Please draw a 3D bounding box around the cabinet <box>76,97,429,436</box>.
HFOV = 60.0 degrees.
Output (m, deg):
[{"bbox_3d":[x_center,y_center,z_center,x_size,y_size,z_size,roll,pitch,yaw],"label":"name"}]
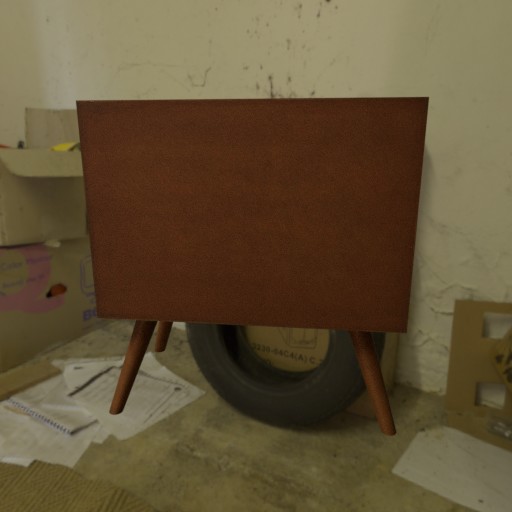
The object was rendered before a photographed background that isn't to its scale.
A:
[{"bbox_3d":[0.000,0.000,1.162,0.712,0.748,0.388,2,15,7],"label":"cabinet"}]
